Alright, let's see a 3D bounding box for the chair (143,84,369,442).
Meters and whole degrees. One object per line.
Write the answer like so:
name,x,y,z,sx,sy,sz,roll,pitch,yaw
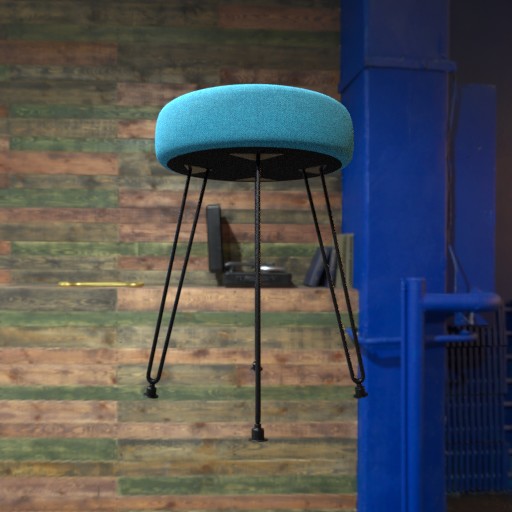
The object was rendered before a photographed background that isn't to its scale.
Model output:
chair,0.000,0.000,0.686,0.350,0.440,0.350,0,0,0
